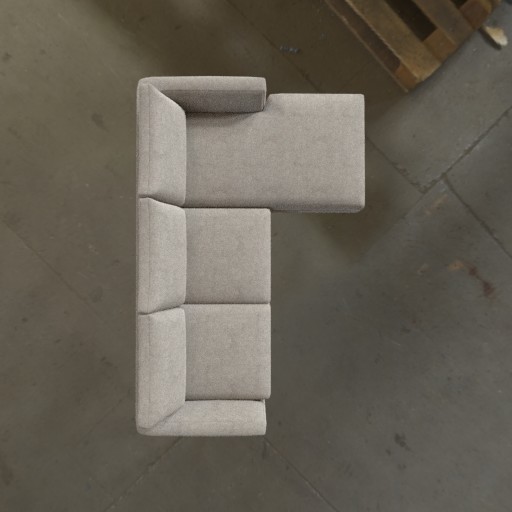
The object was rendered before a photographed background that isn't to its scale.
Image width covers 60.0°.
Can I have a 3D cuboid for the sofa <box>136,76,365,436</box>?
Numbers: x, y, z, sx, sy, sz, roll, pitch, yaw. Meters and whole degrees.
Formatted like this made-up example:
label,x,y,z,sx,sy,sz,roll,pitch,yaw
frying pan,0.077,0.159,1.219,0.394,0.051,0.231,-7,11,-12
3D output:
label,x,y,z,sx,sy,sz,roll,pitch,yaw
sofa,0.000,0.000,3.189,1.626,0.864,2.438,0,89,-1
